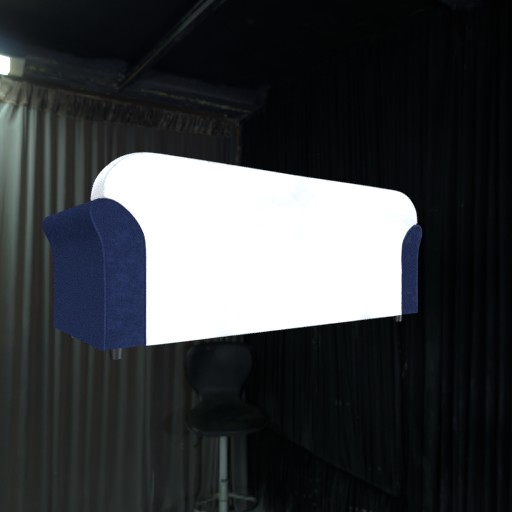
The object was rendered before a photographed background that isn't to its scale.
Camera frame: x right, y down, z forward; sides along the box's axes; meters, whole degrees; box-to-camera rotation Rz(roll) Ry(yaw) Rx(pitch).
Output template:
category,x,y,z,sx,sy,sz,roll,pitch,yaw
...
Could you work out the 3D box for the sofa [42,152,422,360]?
category,x,y,z,sx,sy,sz,roll,pitch,yaw
sofa,0.000,0.000,2.429,2.006,0.789,0.749,0,-1,-37
